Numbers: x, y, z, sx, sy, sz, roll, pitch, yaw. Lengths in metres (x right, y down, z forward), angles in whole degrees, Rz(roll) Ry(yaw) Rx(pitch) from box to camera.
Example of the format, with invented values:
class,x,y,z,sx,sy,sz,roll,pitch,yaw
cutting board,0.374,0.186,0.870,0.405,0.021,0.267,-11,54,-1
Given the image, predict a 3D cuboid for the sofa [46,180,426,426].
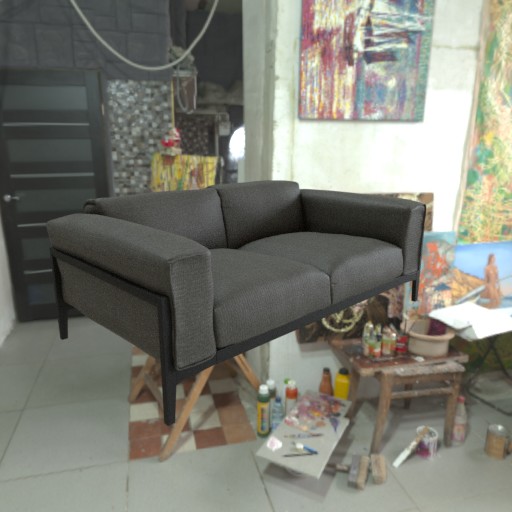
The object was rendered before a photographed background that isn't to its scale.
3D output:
class,x,y,z,sx,sy,sz,roll,pitch,yaw
sofa,0.000,0.000,2.218,1.690,0.656,0.960,-14,20,-42
